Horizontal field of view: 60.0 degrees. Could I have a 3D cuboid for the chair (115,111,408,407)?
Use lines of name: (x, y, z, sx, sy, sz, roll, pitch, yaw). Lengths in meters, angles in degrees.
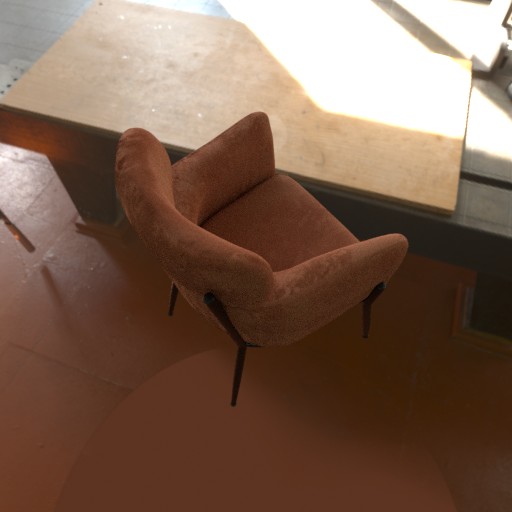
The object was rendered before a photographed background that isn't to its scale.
chair: (0.000, 0.000, 1.150, 0.523, 0.772, 0.561, -32, 63, -19)
